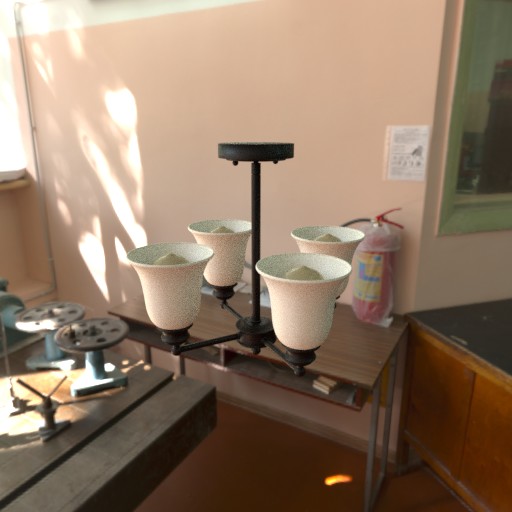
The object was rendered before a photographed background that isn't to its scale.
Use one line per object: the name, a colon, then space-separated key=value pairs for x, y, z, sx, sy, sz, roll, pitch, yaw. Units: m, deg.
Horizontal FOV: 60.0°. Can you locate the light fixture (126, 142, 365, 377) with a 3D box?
light fixture: x=0.000 y=0.000 z=1.878 sx=1.069 sy=0.925 sz=1.069 roll=-8 pitch=18 yaw=-26
